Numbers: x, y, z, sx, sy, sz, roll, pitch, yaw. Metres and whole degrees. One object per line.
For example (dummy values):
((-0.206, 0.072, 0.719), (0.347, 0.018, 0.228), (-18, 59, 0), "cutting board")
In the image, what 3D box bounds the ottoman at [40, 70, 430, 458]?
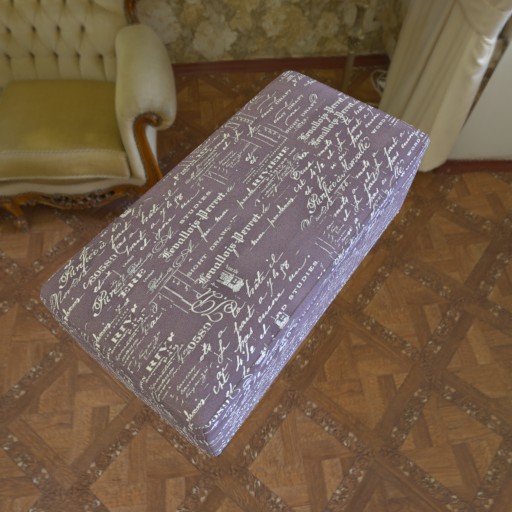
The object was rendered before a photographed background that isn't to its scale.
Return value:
((0.000, 0.000, 1.064), (0.406, 0.457, 0.813), (33, 64, 18), "ottoman")
